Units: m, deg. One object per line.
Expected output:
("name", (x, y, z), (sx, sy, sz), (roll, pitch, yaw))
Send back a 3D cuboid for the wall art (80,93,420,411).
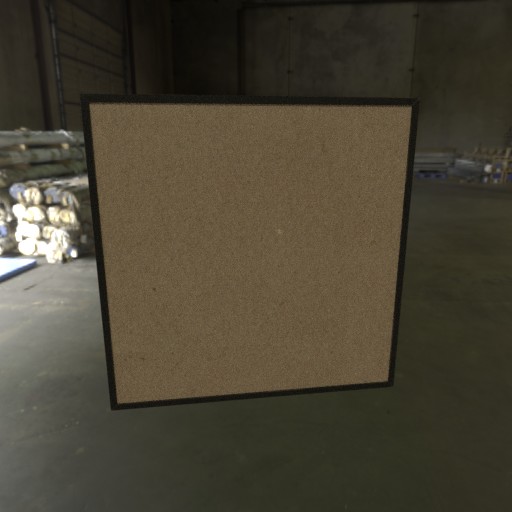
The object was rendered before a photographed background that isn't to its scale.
("wall art", (0.000, 0.000, 0.451), (0.305, 0.305, 0.038), (-2, 15, -8))
